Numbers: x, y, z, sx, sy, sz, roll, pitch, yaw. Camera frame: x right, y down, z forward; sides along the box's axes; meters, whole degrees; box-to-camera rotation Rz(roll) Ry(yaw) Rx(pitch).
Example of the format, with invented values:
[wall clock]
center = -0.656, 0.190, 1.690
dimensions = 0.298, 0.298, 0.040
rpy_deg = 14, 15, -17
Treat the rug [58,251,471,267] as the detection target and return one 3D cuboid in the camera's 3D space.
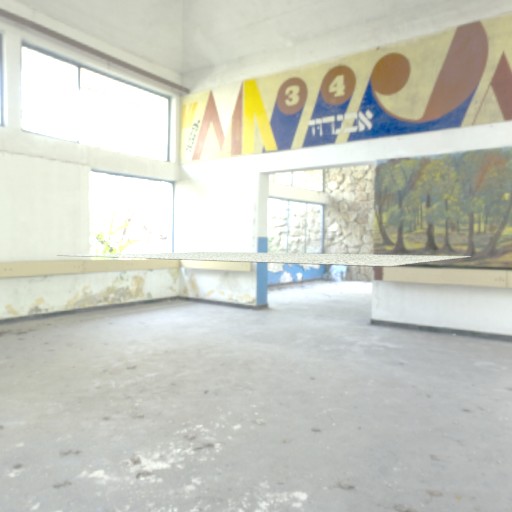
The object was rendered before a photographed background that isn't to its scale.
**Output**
[rug]
center = 0.000, 0.000, 3.064
dimensions = 2.439, 0.005, 1.524
rpy_deg = 1, 2, 37
